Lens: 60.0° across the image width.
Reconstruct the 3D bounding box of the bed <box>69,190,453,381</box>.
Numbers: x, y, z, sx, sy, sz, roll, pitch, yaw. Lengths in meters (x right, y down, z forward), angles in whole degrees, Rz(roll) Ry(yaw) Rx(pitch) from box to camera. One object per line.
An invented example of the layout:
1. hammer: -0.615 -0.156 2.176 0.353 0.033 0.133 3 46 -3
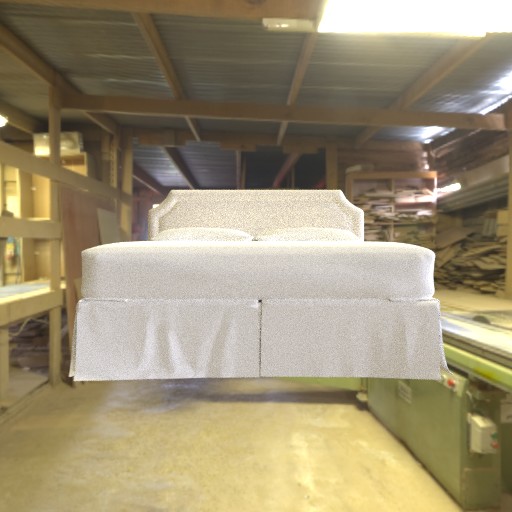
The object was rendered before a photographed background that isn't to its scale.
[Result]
1. bed: 0.000 0.000 3.393 2.160 1.301 2.204 0 0 0
